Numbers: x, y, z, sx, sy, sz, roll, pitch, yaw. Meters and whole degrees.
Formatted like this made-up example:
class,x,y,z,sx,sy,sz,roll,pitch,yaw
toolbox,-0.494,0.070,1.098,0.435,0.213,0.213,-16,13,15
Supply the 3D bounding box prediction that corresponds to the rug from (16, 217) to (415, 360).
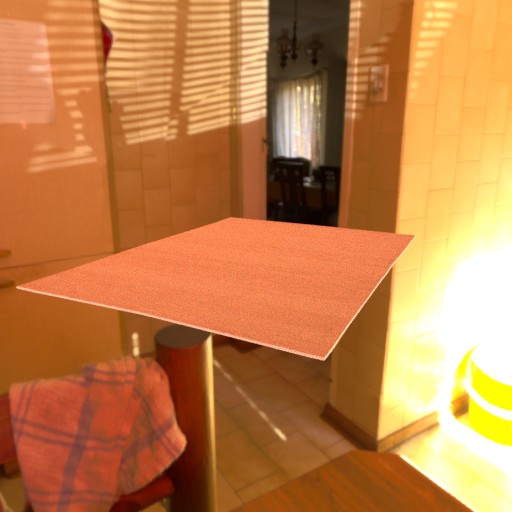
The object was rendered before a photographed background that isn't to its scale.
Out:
class,x,y,z,sx,sy,sz,roll,pitch,yaw
rug,0.000,0.000,4.179,2.434,0.045,3.202,8,17,26
